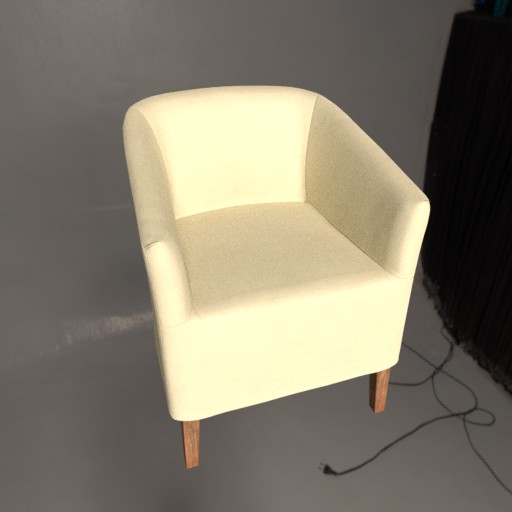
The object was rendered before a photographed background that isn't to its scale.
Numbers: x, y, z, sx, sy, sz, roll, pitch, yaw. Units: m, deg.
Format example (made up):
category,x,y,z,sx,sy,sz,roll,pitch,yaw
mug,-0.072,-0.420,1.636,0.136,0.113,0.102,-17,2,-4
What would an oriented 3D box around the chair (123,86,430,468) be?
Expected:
category,x,y,z,sx,sy,sz,roll,pitch,yaw
chair,0.000,0.000,1.277,0.643,0.822,0.657,-10,32,-16
